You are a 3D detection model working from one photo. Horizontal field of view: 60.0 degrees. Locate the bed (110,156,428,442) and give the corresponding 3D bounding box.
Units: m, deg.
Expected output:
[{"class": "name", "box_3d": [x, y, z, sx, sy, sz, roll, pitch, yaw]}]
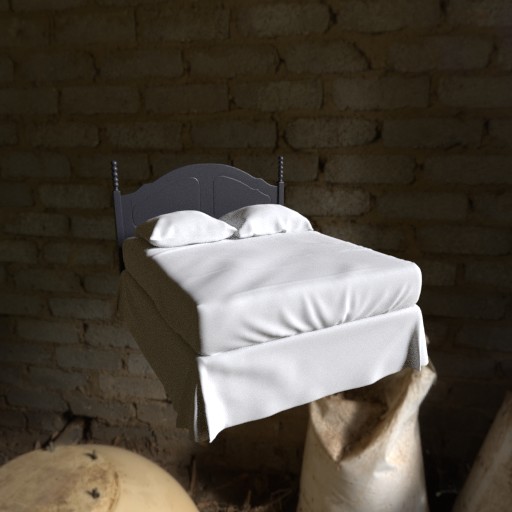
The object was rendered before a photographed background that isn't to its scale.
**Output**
[{"class": "bed", "box_3d": [0.000, 0.000, 3.342, 1.873, 1.356, 2.040, -8, 17, -27]}]
